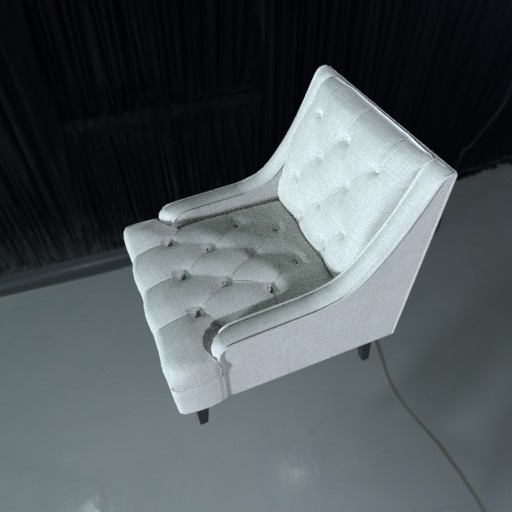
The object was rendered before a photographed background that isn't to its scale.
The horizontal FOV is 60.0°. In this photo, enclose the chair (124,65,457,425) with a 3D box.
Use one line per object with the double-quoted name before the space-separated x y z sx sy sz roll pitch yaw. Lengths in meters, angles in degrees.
"chair" 0.000 0.000 1.442 0.772 0.891 0.658 -17 49 -15
